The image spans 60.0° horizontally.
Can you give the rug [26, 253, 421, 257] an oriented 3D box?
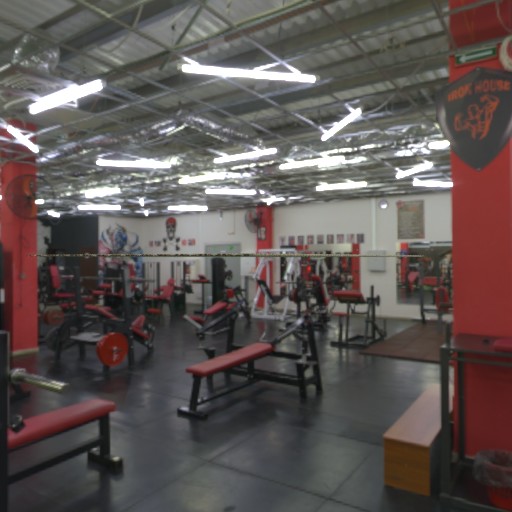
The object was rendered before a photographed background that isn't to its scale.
[{"bbox_3d":[0.000,0.000,2.333,1.247,0.008,1.802,0,0,37],"label":"rug"}]
